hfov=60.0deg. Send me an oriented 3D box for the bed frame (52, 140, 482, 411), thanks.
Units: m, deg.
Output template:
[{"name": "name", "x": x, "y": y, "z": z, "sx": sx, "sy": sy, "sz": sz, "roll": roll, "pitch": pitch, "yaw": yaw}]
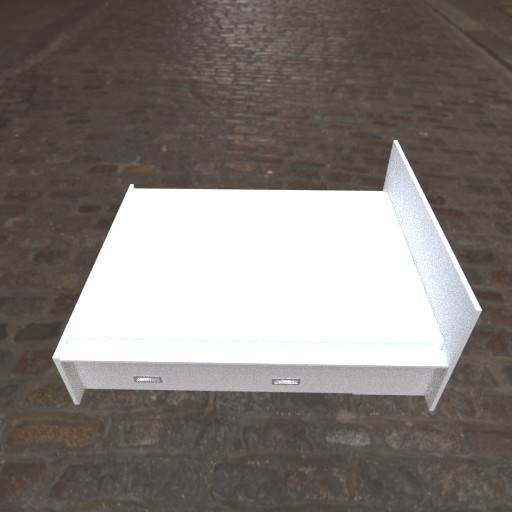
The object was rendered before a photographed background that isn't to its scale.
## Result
[{"name": "bed frame", "x": 0.000, "y": 0.000, "z": 2.781, "sx": 1.960, "sy": 0.800, "sz": 1.622, "roll": 1, "pitch": 40, "yaw": 1}]
